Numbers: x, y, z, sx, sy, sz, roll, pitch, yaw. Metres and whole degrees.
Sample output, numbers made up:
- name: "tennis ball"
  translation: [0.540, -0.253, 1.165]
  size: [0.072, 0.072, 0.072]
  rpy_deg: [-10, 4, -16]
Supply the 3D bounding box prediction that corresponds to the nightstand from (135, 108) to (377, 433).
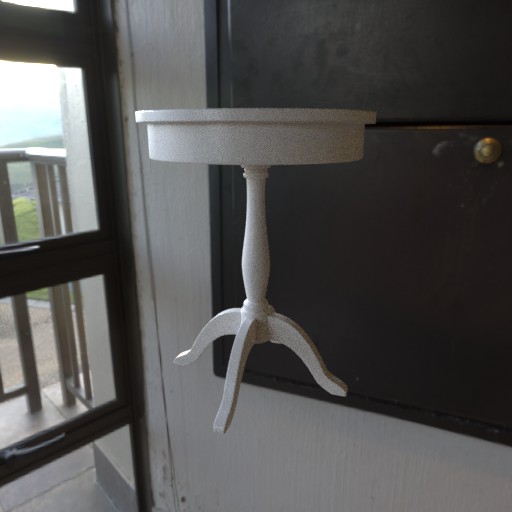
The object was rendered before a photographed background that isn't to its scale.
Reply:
- name: "nightstand"
  translation: [0.000, 0.000, 1.062]
  size: [0.513, 0.653, 0.513]
  rpy_deg: [8, 18, 27]
